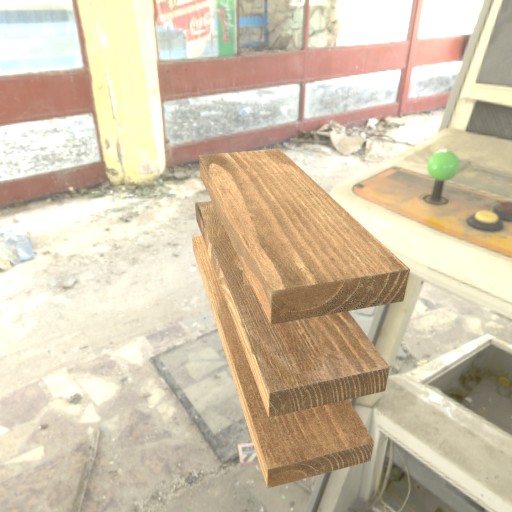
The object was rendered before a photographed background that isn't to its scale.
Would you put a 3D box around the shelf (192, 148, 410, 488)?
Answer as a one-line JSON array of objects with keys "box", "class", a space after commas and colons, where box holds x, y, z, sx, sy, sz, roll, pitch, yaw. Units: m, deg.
[{"box": [0.000, 0.000, 0.736, 0.140, 0.293, 0.610, -8, 31, -13], "class": "shelf"}]
